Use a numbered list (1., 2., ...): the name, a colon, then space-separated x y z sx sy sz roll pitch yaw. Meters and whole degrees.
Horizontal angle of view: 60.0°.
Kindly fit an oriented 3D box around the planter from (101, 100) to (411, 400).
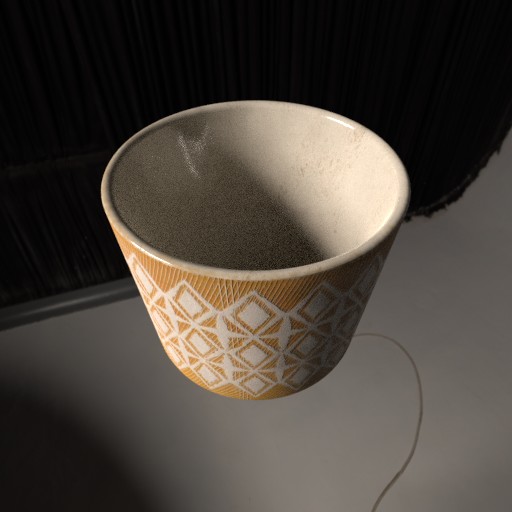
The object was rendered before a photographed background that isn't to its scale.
1. planter: 0.000 0.000 0.222 0.126 0.104 0.126 0 44 0
